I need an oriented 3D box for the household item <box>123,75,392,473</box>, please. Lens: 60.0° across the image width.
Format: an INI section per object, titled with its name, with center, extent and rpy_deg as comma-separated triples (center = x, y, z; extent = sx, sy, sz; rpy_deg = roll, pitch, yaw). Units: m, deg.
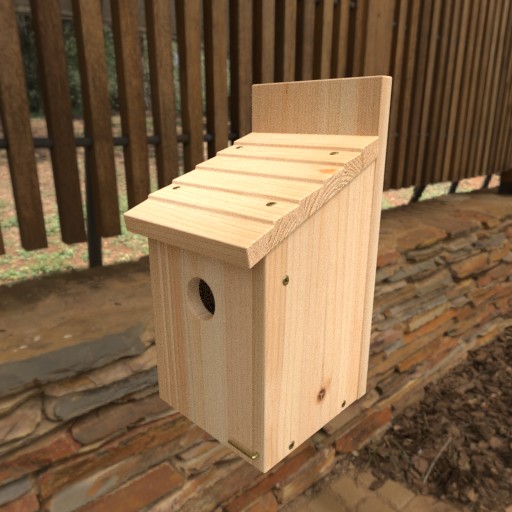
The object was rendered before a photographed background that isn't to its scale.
[household item]
center = 0.000, 0.000, 0.396
extent = 0.149, 0.300, 0.171
rpy_deg = 16, 23, 42
